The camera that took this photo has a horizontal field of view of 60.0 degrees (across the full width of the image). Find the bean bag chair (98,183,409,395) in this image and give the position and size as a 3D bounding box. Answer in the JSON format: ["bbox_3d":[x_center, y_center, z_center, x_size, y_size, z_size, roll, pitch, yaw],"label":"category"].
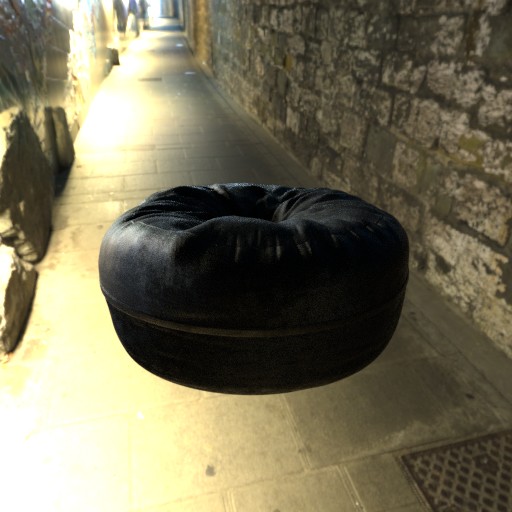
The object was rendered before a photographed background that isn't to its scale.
[{"bbox_3d":[0.000,0.000,2.431,1.524,0.878,1.524,0,29,0],"label":"bean bag chair"}]
